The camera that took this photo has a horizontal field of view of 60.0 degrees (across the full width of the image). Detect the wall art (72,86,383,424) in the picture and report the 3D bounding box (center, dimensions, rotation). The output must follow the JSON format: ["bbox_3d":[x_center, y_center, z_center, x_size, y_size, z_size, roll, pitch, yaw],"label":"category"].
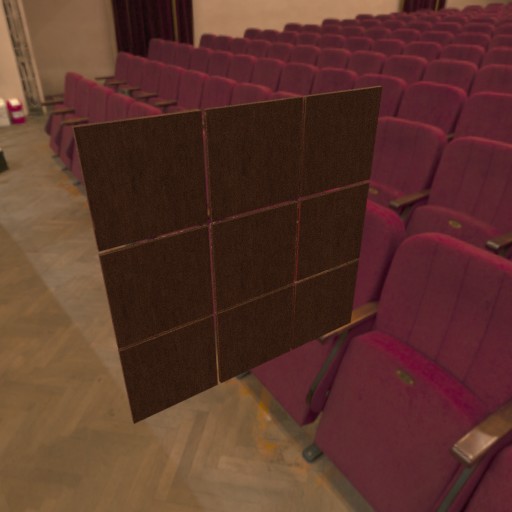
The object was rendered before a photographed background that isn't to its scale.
[{"bbox_3d":[0.000,0.000,1.372,0.915,0.914,0.013,-18,35,-28],"label":"wall art"}]
